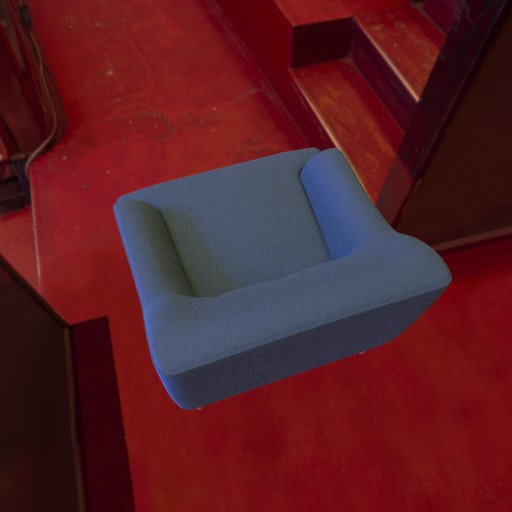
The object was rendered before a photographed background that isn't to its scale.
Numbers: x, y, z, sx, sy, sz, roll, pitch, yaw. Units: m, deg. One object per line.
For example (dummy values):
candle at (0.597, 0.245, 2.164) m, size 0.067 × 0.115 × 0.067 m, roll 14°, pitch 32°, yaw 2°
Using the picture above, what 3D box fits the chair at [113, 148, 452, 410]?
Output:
chair at (0.000, 0.000, 1.662) m, size 0.946 × 0.818 × 0.951 m, roll -16°, pitch 60°, yaw -10°
